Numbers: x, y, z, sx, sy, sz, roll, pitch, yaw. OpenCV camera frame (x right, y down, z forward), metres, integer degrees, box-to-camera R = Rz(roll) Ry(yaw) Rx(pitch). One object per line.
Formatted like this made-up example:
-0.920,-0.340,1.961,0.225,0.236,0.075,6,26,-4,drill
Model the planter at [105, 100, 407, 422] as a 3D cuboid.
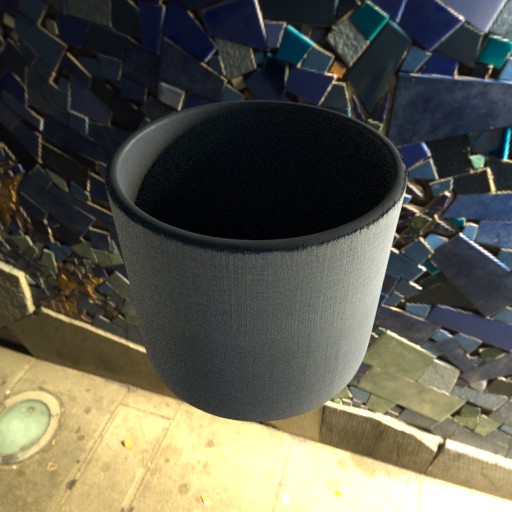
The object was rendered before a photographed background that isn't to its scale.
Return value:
0.000,0.000,0.398,0.226,0.201,0.226,0,41,0,planter
